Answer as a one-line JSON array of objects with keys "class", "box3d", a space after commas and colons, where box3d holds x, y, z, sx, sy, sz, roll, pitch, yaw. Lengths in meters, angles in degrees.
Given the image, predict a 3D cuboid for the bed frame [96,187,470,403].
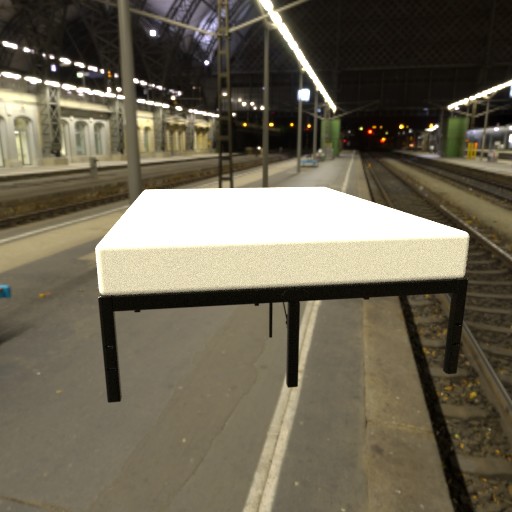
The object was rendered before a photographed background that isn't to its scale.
[{"class": "bed frame", "box3d": [0.000, 0.000, 2.821, 1.557, 0.659, 2.072, -2, 14, -9]}]
